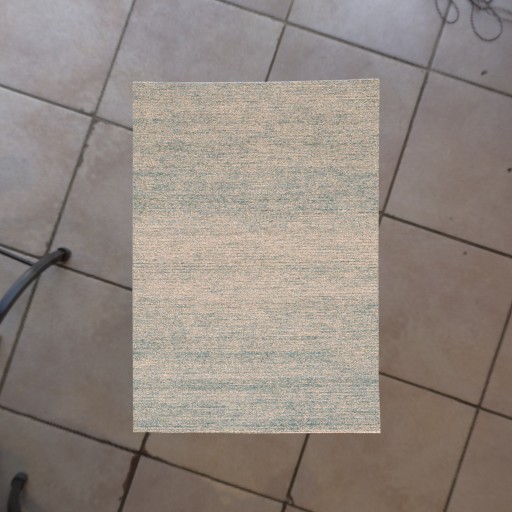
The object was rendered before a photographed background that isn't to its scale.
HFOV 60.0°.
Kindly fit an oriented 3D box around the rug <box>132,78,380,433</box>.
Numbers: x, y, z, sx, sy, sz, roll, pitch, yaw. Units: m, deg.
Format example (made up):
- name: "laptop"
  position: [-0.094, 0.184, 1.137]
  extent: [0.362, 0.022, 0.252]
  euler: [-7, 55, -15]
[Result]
- name: "rug"
  position: [0.000, 0.000, 2.881]
  extent: [1.613, 0.030, 2.306]
  euler: [0, 90, 0]
